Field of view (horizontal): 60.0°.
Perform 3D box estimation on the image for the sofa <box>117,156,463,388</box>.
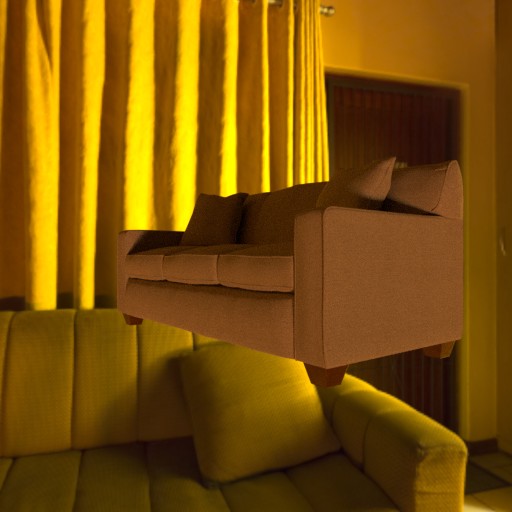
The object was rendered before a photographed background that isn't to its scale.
[{"bbox_3d":[0.000,0.000,2.605,0.997,0.958,2.024,0,0,-38],"label":"sofa"}]
